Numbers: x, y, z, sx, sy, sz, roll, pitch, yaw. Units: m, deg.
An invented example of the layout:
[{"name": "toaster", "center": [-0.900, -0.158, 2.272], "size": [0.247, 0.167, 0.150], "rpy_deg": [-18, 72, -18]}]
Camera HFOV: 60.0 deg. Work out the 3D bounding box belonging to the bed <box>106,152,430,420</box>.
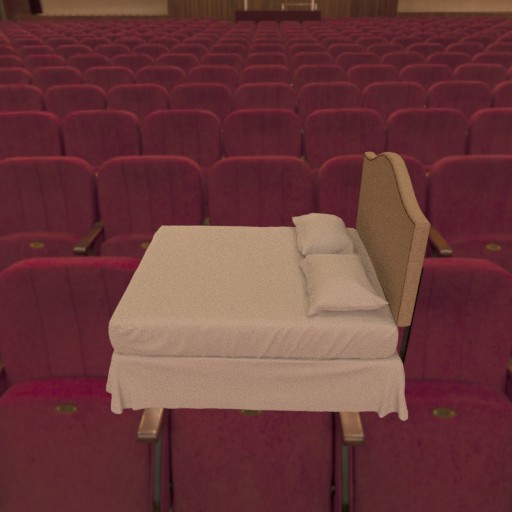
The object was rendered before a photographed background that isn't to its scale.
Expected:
[{"name": "bed", "center": [0.000, 0.000, 3.561], "size": [2.221, 1.645, 1.876], "rpy_deg": [1, 28, 1]}]
